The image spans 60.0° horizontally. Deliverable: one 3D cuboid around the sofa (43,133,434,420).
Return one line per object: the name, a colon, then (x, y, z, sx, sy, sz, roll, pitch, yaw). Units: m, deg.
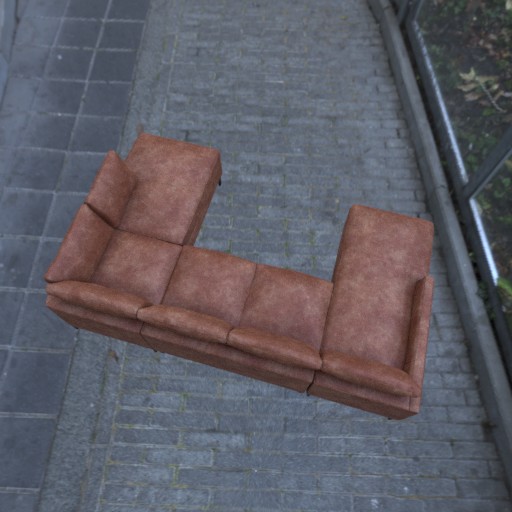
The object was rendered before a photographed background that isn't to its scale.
sofa: (0.000, 0.000, 3.861, 2.956, 0.900, 1.939, 14, 65, 7)
